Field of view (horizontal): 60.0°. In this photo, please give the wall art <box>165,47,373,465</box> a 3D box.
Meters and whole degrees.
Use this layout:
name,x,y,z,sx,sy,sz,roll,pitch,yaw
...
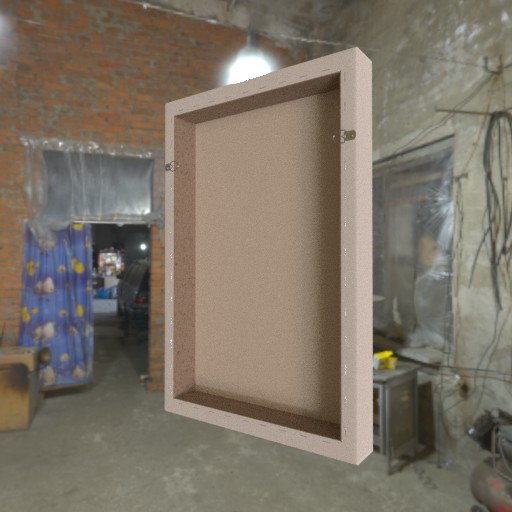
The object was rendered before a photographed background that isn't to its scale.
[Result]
name,x,y,z,sx,sy,sz,roll,pitch,yaw
wall art,0.000,0.000,0.491,0.252,0.381,0.039,0,-1,36
